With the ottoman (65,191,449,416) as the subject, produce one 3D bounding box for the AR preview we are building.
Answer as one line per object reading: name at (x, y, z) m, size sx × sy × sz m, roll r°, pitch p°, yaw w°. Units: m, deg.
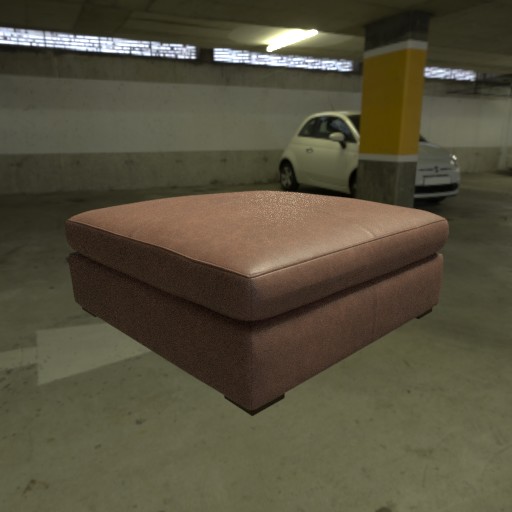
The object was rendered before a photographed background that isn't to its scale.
ottoman at (0.000, 0.000, 1.866) m, size 1.168 × 0.490 × 1.168 m, roll -14°, pitch 20°, yaw -42°
